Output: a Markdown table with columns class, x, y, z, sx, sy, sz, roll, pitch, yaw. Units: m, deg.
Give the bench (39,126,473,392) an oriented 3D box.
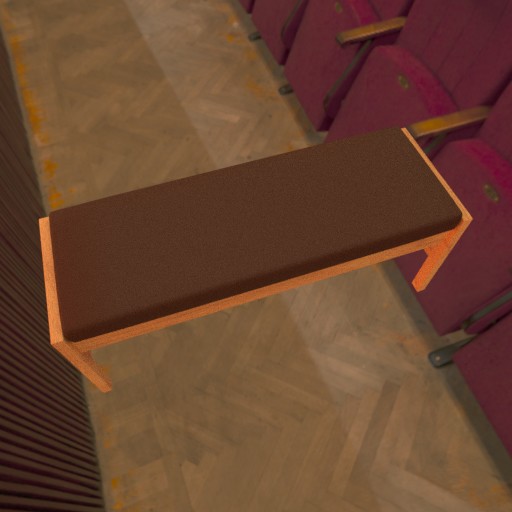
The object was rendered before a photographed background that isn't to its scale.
| class | x | y | z | sx | sy | sz | roll | pitch | yaw |
| --- | --- | --- | --- | --- | --- | --- | --- | --- | --- |
| bench | 0.000 | 0.000 | 1.465 | 1.200 | 0.480 | 0.405 | -16 | 59 | -10 |
